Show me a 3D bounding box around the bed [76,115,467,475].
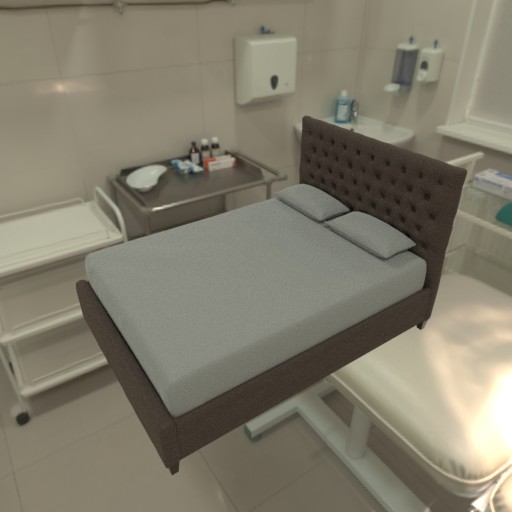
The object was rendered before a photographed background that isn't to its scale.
[{"bbox_3d":[0.000,0.000,3.384,2.387,1.427,1.698,-20,37,-29],"label":"bed"}]
